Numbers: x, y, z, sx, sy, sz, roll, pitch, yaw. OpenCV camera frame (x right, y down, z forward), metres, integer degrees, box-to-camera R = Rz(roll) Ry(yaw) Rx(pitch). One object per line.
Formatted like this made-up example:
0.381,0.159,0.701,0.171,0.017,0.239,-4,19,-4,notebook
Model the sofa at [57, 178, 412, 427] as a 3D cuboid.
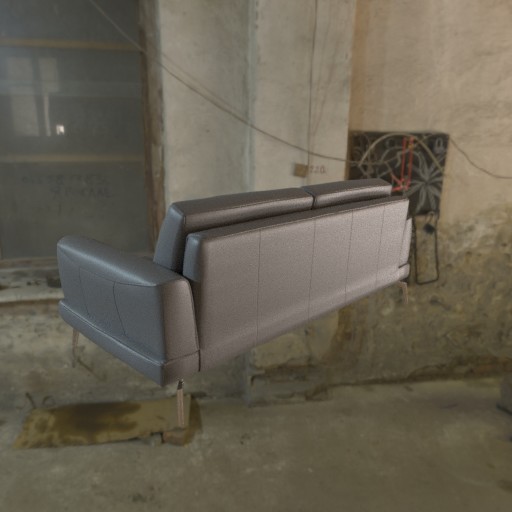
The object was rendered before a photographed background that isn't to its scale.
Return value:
0.000,0.000,2.817,2.177,0.930,1.121,-14,21,-43,sofa
